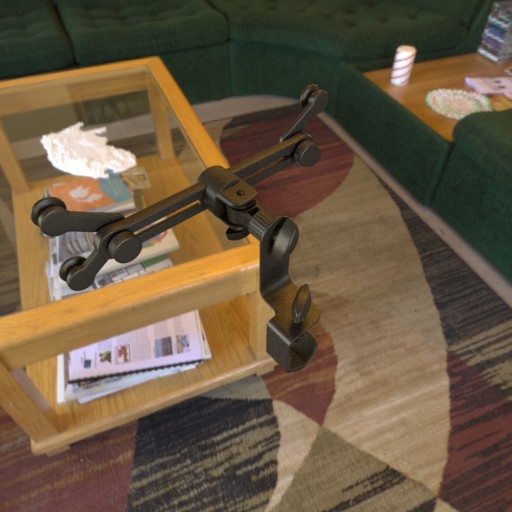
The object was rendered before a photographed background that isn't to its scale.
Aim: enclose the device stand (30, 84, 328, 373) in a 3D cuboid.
[{"bbox_3d":[0.000,0.000,0.367,0.270,0.166,0.142,-32,54,-26],"label":"device stand"}]
